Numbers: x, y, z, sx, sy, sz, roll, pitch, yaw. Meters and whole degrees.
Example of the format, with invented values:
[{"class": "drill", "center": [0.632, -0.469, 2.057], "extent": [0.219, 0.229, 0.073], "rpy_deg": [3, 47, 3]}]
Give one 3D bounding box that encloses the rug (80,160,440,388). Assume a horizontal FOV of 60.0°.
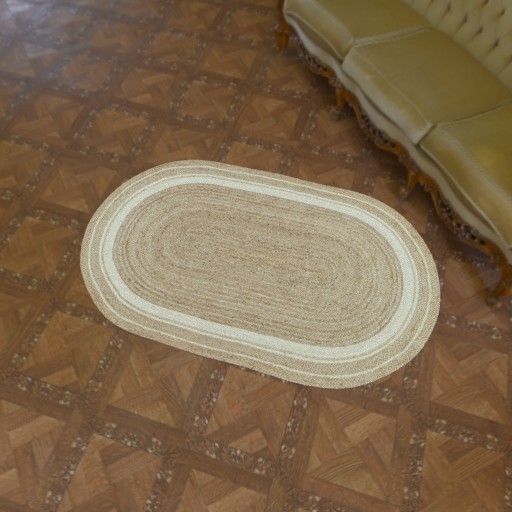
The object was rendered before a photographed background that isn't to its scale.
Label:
[{"class": "rug", "center": [0.000, 0.000, 2.994], "extent": [2.432, 0.006, 1.520], "rpy_deg": [14, 59, 9]}]
